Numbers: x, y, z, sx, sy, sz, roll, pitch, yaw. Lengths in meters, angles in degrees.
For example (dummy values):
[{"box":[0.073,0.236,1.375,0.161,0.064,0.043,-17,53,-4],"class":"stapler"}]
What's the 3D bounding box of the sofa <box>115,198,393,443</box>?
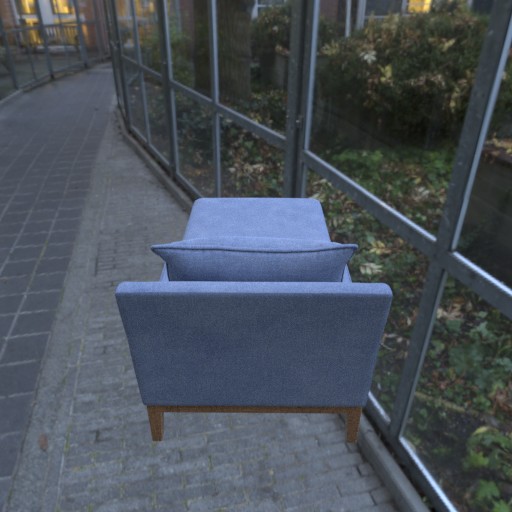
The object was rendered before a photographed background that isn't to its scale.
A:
[{"box":[0.000,0.000,2.341,0.904,0.883,1.779,0,30,0],"class":"sofa"}]
